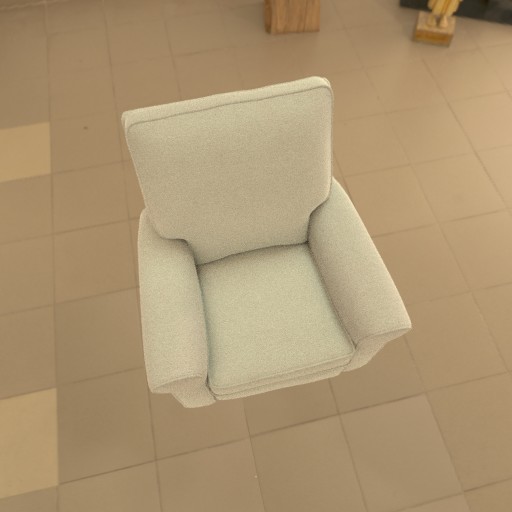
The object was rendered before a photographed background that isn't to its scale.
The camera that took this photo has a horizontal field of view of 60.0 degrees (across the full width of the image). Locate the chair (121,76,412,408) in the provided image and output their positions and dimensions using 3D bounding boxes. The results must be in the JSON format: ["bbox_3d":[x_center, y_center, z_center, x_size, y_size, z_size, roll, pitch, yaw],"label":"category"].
[{"bbox_3d":[0.000,0.000,1.654,0.890,0.960,0.878,-12,64,-6],"label":"chair"}]
